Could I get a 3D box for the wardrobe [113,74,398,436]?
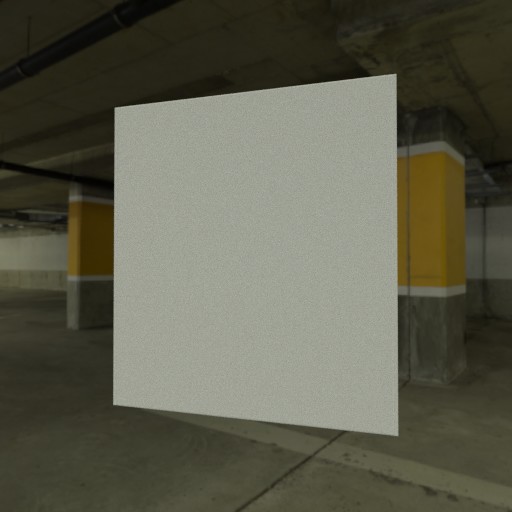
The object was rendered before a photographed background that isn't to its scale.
[{"bbox_3d":[0.000,0.000,3.022,1.830,2.020,0.600,0,-1,17],"label":"wardrobe"}]
